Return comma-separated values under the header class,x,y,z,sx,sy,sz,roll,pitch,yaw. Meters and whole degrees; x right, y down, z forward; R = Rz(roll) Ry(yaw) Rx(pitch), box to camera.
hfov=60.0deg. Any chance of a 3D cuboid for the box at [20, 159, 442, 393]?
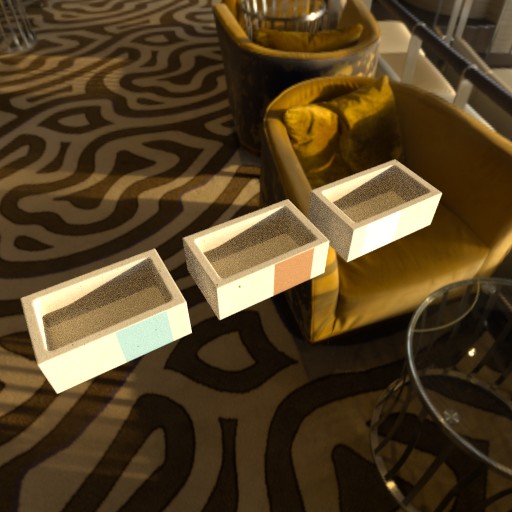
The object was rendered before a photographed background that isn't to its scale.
class,x,y,z,sx,sy,sz,roll,pitch,yaw
box,0.000,0.000,0.487,0.461,0.051,0.082,-22,50,-20
